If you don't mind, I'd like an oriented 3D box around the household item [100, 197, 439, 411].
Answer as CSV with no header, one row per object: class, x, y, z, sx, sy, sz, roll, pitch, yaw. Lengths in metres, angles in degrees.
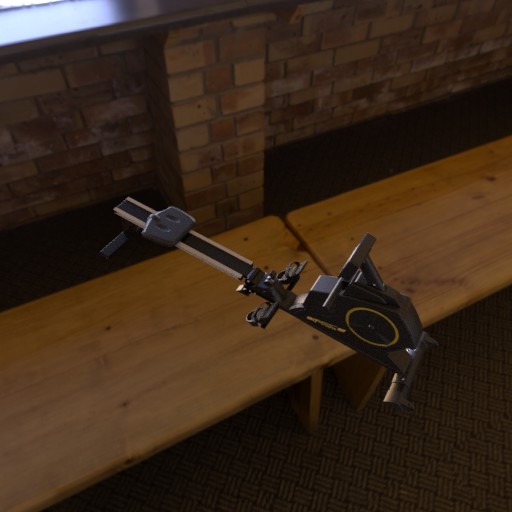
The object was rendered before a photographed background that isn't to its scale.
household item,0.000,0.000,2.619,2.251,0.810,0.521,24,52,20
